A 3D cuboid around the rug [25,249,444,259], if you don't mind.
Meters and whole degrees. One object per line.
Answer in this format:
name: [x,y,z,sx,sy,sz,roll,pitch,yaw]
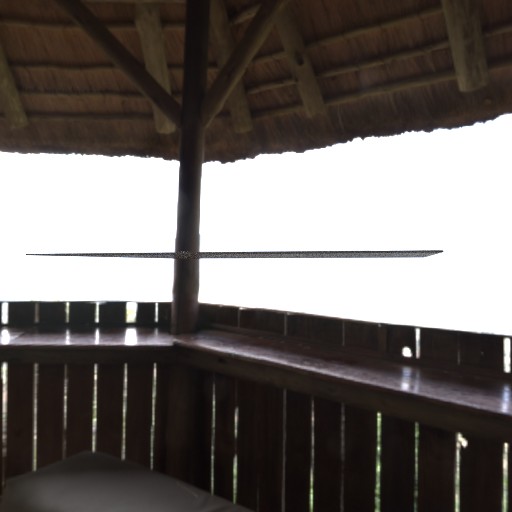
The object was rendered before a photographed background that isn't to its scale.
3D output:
rug: [0.000,0.000,4.230,3.123,0.017,2.447,0,-1,18]
